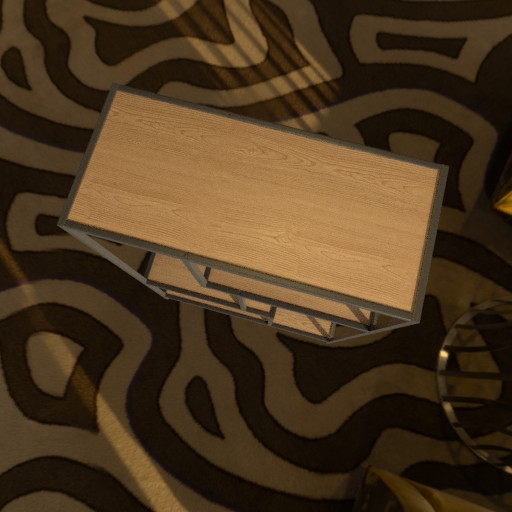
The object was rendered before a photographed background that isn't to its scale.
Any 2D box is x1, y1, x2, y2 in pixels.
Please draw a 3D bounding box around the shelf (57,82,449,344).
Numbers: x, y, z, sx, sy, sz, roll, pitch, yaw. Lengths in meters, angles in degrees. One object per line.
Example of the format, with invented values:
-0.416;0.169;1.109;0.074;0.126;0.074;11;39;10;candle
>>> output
0.000;0.000;1.497;0.770;1.138;0.350;15;77;3;shelf
